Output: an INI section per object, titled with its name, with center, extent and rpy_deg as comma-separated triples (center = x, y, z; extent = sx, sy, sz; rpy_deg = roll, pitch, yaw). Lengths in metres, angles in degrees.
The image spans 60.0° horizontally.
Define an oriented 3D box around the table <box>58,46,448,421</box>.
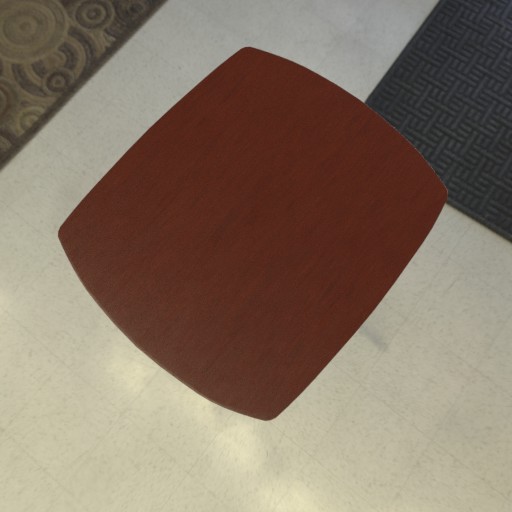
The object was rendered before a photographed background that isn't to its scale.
[table]
center = 0.000, 0.000, 0.889
extent = 0.433, 0.496, 0.502
rpy_deg = 40, 79, 9
